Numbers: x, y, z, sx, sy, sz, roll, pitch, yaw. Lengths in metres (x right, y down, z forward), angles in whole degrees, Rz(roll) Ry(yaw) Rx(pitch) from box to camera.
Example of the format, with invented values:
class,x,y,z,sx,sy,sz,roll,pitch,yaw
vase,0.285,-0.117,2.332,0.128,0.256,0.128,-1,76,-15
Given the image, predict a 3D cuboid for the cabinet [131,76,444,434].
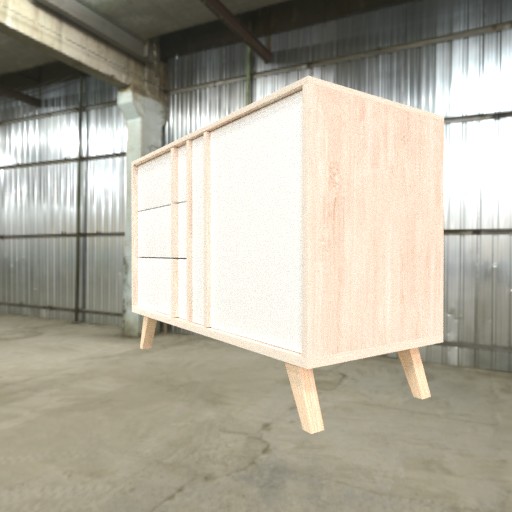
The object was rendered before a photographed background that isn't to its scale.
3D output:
class,x,y,z,sx,sy,sz,roll,pitch,yaw
cabinet,0.000,0.000,1.546,0.500,0.780,1.110,0,1,-35
